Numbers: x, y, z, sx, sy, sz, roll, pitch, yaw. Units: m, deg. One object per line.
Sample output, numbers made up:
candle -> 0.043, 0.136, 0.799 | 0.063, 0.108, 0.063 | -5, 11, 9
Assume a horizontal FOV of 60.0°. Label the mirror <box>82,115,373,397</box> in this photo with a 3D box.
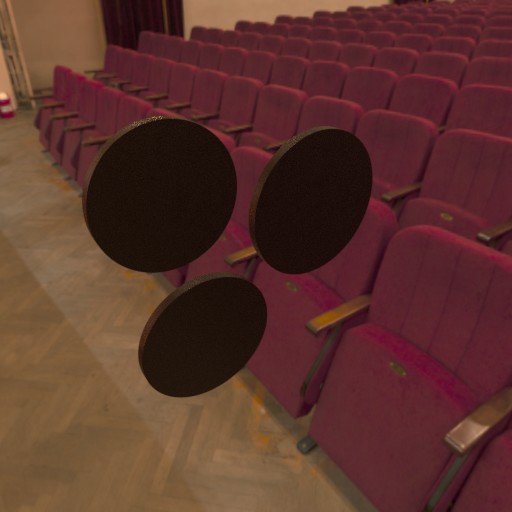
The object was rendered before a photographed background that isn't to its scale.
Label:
mirror -> 0.000, 0.000, 3.149 | 2.160, 2.096, 0.076 | -19, 36, -29
